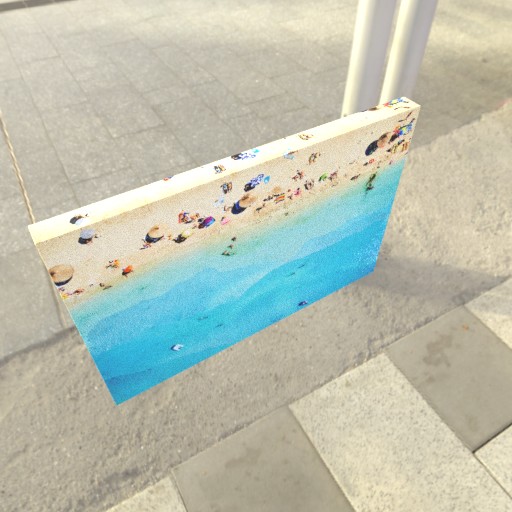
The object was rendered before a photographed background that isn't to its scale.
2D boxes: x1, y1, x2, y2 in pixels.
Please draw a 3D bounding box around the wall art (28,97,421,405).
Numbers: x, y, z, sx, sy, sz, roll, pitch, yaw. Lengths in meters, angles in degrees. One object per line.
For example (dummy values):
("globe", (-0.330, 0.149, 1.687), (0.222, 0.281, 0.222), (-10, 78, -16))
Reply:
("wall art", (0.000, 0.000, 1.126), (0.894, 0.595, 0.057), (-24, 51, -21))
